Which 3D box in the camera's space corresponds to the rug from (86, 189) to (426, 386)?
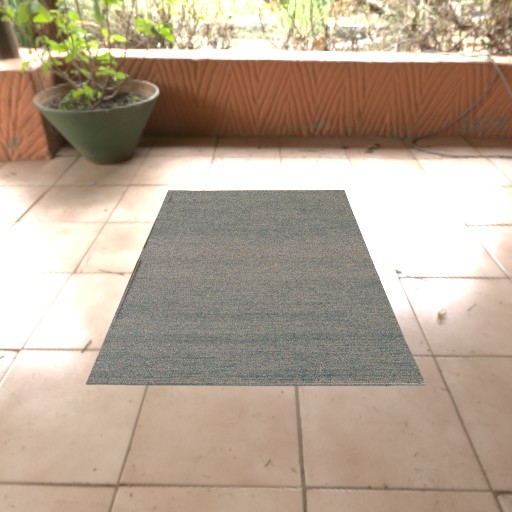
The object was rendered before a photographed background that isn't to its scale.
[{"bbox_3d":[0.000,0.000,3.066,1.613,0.030,2.306,0,32,0],"label":"rug"}]
